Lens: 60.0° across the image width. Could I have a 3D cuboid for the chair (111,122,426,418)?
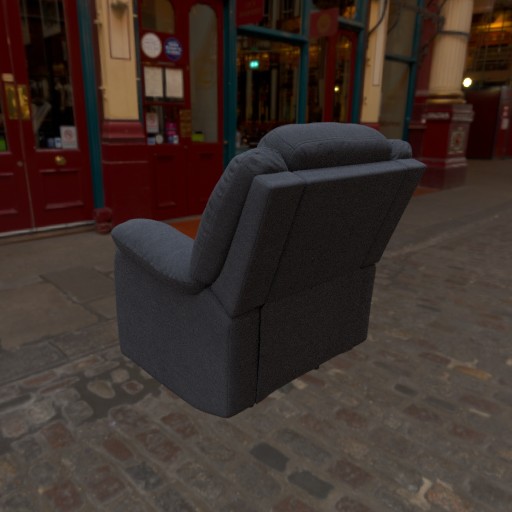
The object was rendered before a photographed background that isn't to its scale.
[{"bbox_3d":[0.000,0.000,1.746,0.899,1.008,0.944,-15,23,-41],"label":"chair"}]
